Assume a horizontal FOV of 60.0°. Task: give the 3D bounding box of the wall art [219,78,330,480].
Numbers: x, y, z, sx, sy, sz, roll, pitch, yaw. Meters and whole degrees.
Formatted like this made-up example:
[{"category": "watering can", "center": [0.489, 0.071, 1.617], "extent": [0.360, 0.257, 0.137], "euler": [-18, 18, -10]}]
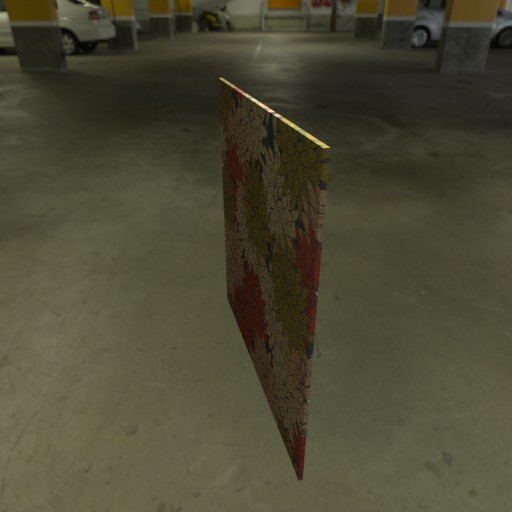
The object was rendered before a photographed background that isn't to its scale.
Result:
[{"category": "wall art", "center": [0.000, 0.000, 1.365], "extent": [0.013, 0.913, 0.904], "euler": [-8, 30, -14]}]
